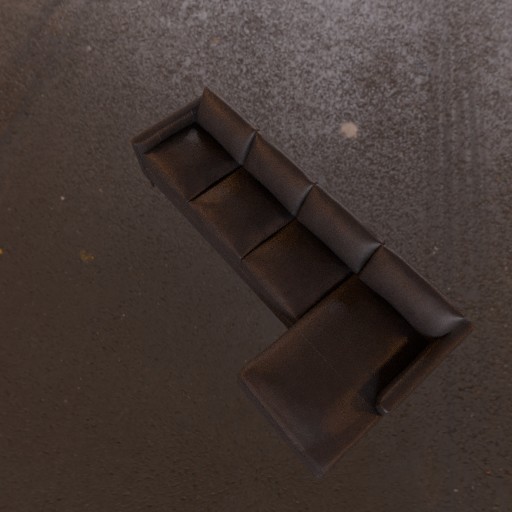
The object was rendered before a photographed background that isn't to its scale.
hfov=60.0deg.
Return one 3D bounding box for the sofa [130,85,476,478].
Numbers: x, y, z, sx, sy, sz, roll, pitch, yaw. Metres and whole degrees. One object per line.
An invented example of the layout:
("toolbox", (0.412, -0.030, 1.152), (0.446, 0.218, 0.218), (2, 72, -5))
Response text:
("sofa", (0.000, 0.000, 3.541), (1.471, 0.859, 2.993), (-38, 69, -17))
